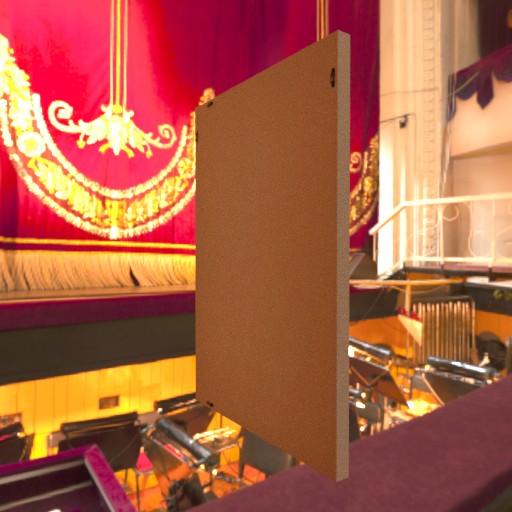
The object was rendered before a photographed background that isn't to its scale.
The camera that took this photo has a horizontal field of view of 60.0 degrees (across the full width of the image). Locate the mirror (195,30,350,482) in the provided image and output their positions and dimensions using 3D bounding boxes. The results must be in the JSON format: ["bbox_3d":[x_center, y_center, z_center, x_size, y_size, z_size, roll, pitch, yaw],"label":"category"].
[{"bbox_3d":[0.000,0.000,1.152,0.041,0.915,0.609,-1,1,-36],"label":"mirror"}]
